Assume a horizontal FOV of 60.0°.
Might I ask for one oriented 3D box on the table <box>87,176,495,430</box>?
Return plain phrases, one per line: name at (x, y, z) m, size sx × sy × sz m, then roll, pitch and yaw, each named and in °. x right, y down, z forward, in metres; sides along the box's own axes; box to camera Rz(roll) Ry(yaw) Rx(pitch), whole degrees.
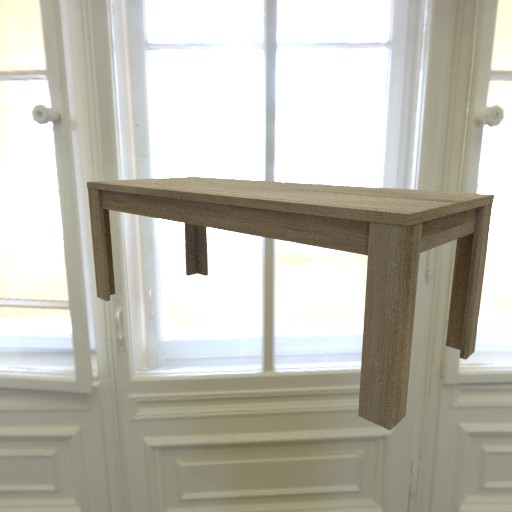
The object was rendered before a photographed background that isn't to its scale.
table at (0.000, 0.000, 2.567) m, size 2.200 × 0.790 × 0.900 m, roll 12°, pitch 18°, yaw 42°
